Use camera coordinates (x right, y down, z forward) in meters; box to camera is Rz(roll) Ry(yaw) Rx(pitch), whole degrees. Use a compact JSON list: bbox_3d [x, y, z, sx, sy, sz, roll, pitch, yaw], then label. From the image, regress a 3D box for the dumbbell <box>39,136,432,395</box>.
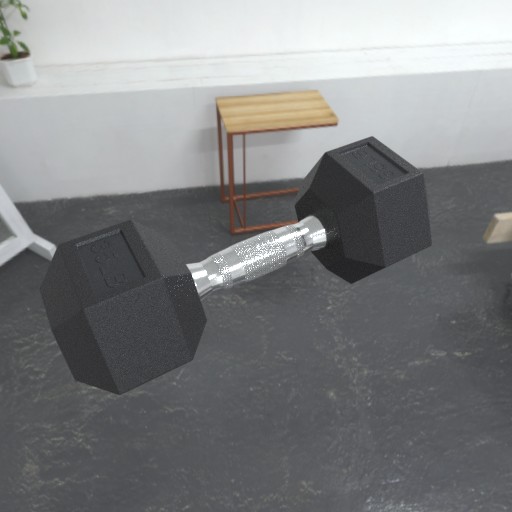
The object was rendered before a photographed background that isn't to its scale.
[{"bbox_3d":[0.000,0.000,0.413,0.356,0.123,0.141,-23,51,-20],"label":"dumbbell"}]
